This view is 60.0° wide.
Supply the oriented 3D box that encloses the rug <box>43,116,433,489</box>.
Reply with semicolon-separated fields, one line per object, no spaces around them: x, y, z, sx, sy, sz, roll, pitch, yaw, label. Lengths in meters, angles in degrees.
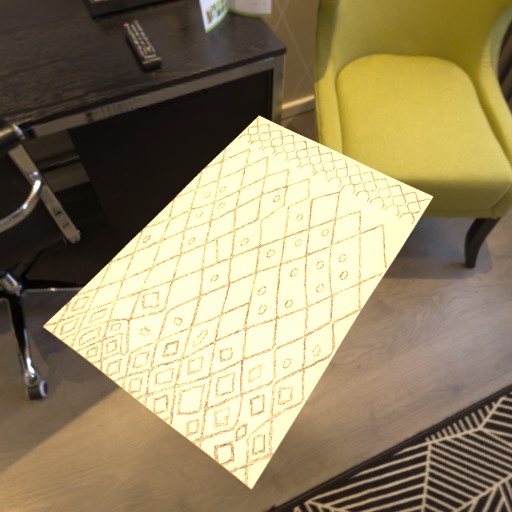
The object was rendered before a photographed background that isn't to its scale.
0.000;0.000;2.343;1.222;0.015;1.828;30;62;18;rug
